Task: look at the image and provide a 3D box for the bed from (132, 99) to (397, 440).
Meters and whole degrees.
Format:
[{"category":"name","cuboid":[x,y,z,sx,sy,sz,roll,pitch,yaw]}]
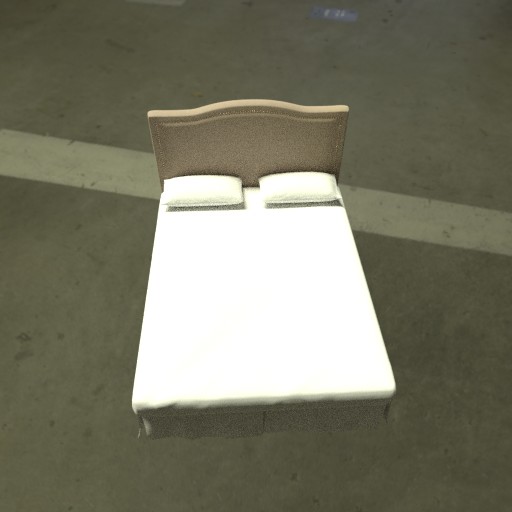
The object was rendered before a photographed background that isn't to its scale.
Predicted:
[{"category":"bed","cuboid":[0.000,0.000,3.461,1.821,1.436,2.282,-2,47,-2]}]
